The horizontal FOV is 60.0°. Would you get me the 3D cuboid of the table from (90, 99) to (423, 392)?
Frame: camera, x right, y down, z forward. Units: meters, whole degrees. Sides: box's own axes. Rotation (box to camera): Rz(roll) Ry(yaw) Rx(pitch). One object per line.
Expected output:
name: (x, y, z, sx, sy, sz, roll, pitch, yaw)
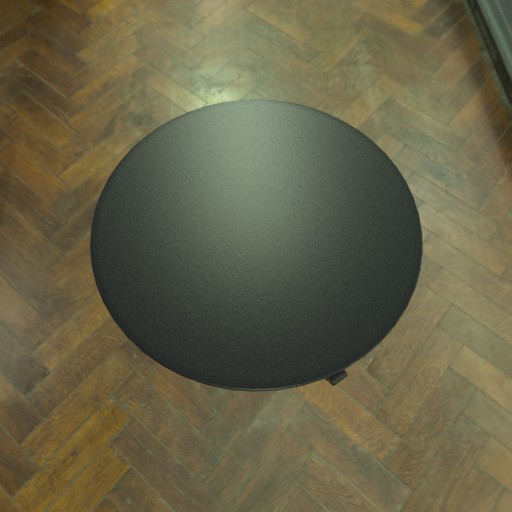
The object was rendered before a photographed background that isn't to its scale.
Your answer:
table: (0.000, 0.000, 1.599, 1.029, 0.491, 1.029, 0, 64, 0)
